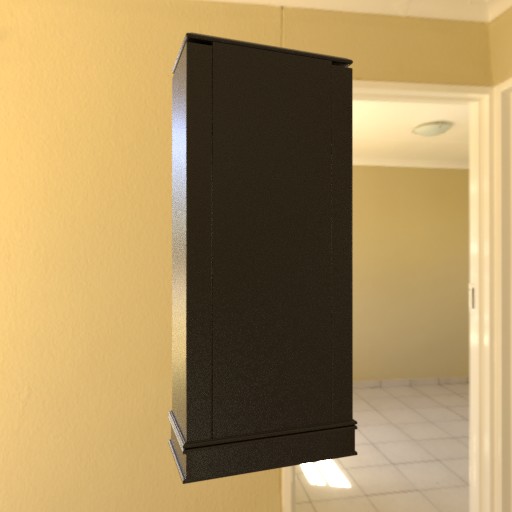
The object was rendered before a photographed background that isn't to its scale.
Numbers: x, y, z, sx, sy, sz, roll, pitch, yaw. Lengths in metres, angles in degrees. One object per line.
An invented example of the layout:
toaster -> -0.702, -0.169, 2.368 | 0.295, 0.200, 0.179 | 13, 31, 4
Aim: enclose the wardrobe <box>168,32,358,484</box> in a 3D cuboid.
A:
wardrobe -> 0.000, 0.000, 1.193 | 0.444, 1.011, 0.295 | 0, 0, -19
